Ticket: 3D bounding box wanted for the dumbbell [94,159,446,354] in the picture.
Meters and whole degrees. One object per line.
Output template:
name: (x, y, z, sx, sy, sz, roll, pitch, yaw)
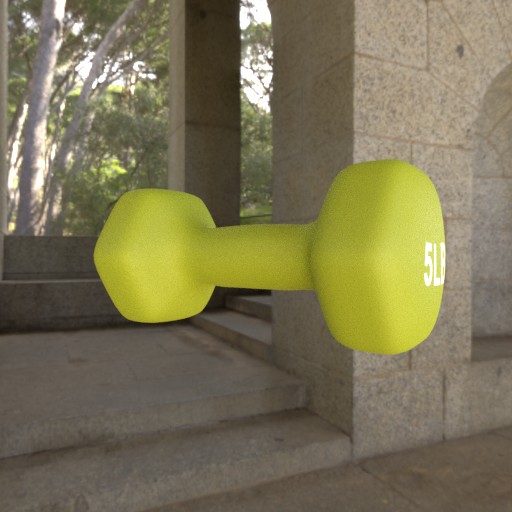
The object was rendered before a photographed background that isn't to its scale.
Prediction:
dumbbell: (0.000, 0.000, 0.211, 0.164, 0.072, 0.080, 0, 1, 36)
